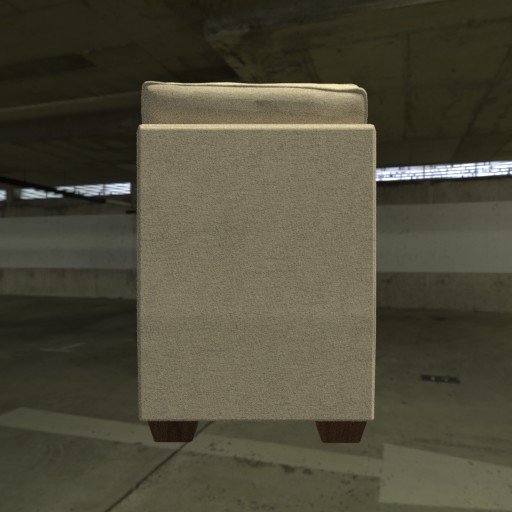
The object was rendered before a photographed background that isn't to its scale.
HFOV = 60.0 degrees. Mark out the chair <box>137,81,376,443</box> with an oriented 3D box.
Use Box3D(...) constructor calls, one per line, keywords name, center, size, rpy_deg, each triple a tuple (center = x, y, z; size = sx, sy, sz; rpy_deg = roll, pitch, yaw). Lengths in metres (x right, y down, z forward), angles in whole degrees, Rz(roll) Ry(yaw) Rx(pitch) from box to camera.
Box3D(name="chair", center=(0.000, 0.000, 1.572), size=(0.621, 0.970, 0.938), rpy_deg=(0, 0, 0))
